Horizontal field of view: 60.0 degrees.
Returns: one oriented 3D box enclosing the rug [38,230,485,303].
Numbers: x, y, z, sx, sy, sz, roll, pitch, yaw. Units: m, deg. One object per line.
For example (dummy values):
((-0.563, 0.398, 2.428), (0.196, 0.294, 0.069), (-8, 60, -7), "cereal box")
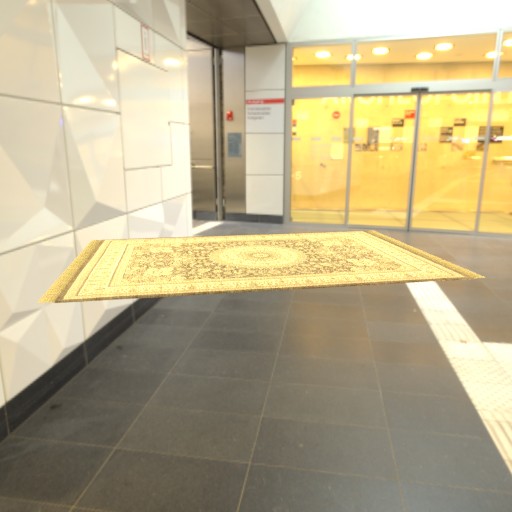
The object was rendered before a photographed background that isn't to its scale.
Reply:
((0.000, 0.000, 4.331), (3.422, 0.015, 2.143), (-2, 14, -10), "rug")
